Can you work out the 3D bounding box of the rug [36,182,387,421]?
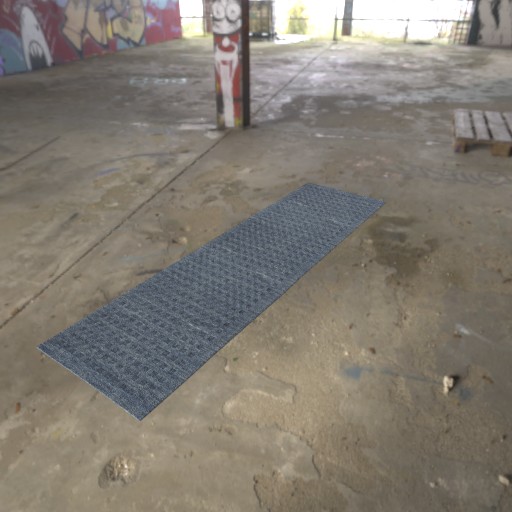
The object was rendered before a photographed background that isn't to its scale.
[{"bbox_3d":[0.000,0.000,2.674,0.688,0.008,2.443,20,37,30],"label":"rug"}]
